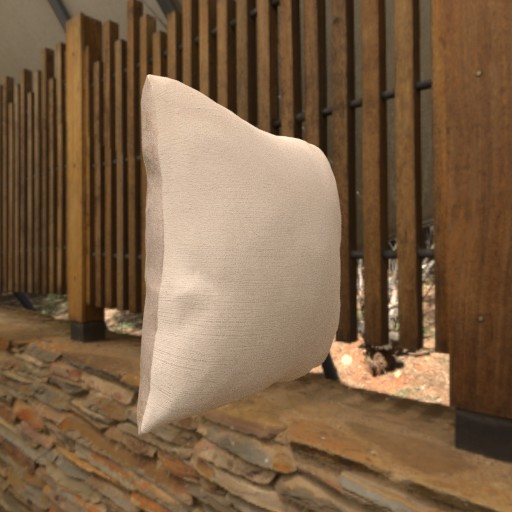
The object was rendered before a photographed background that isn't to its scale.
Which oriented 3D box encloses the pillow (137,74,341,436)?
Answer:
[{"bbox_3d":[0.000,0.000,0.716,0.245,0.448,0.450,0,0,36],"label":"pillow"}]
